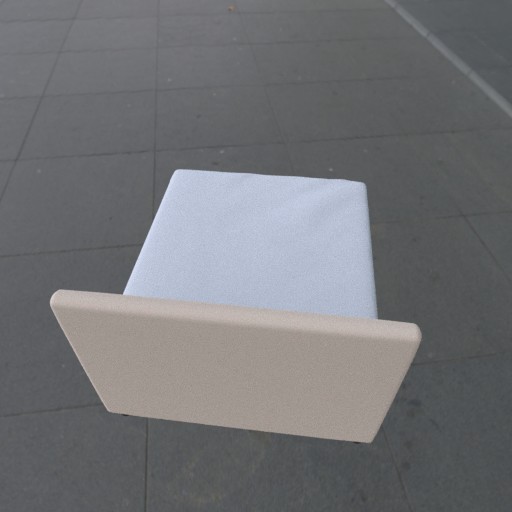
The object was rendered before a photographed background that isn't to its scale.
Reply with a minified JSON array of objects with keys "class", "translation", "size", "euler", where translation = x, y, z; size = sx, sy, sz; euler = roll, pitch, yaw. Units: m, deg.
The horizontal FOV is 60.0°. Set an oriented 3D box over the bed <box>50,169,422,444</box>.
[{"class":"bed","translation":[0.000,0.000,3.292],"size":[1.884,1.330,2.142],"euler":[5,46,5]}]
